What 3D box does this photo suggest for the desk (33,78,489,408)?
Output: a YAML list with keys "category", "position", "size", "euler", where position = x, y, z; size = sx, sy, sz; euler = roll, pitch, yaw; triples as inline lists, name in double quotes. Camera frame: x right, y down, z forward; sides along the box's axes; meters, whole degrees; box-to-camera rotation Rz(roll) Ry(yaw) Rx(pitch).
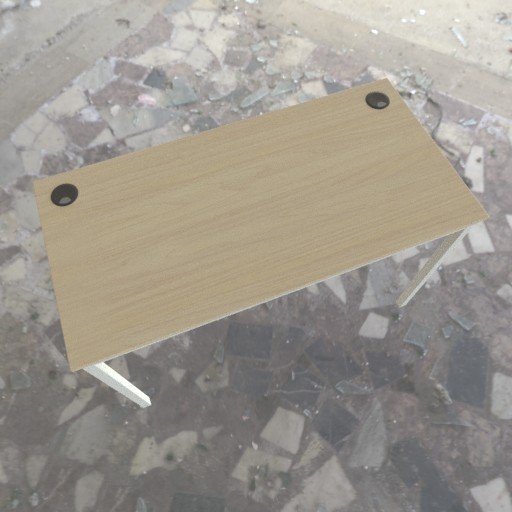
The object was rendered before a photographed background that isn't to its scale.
- category: "desk"
  position: [0.000, 0.000, 1.628]
  size: [1.200, 0.750, 0.600]
  euler: [-19, 65, -9]
